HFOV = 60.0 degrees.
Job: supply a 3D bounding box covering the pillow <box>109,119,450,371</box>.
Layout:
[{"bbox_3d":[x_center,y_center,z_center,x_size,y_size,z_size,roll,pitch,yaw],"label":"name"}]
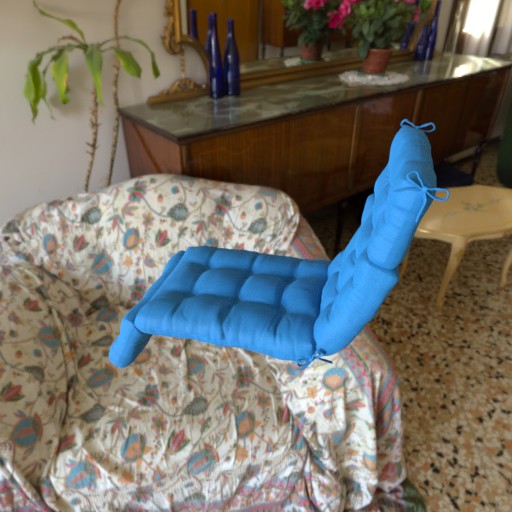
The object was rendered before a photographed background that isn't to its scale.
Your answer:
[{"bbox_3d":[0.000,0.000,1.494,1.016,0.863,0.526,8,33,13],"label":"pillow"}]
